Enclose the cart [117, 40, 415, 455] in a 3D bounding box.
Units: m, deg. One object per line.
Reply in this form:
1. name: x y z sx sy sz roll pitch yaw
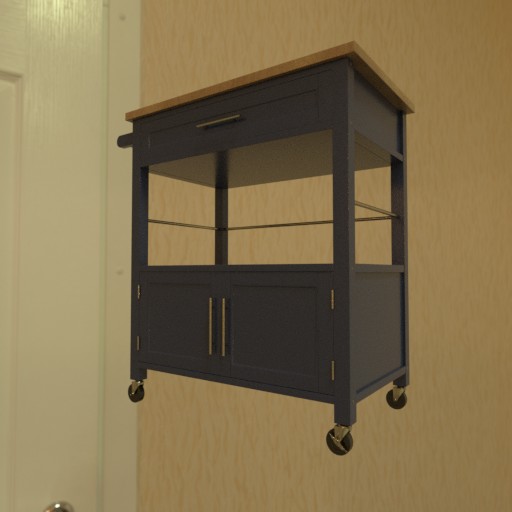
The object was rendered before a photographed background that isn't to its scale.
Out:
1. cart: 0.000 0.000 1.366 0.840 0.901 0.459 -1 -2 35
